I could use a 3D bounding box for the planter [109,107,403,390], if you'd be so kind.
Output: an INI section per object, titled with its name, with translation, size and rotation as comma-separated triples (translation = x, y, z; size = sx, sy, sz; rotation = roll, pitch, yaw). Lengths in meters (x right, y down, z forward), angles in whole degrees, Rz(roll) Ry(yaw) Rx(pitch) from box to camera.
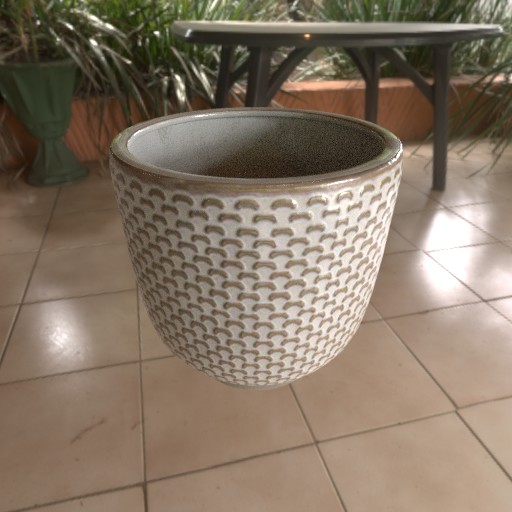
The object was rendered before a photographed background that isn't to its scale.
[planter]
translation = 0.000, 0.000, 0.350
size = 0.197, 0.191, 0.197
rotation = 0, 30, 0
